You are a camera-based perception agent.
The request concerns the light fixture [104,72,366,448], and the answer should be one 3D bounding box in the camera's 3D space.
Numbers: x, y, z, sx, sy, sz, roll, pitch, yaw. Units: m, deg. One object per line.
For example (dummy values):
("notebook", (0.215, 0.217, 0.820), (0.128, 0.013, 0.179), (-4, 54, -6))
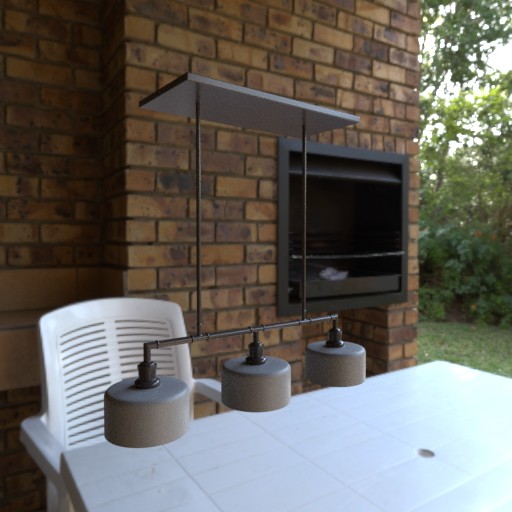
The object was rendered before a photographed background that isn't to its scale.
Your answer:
("light fixture", (0.000, 0.000, 0.852), (0.582, 0.557, 0.177), (-2, 3, -38))
